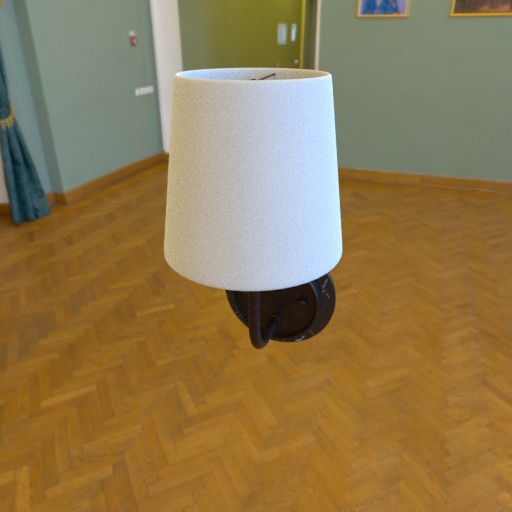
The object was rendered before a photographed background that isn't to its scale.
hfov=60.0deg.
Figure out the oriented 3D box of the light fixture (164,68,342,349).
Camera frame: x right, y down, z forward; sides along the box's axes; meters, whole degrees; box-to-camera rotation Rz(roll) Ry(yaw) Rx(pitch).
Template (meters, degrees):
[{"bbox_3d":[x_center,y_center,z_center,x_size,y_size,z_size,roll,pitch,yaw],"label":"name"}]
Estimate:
[{"bbox_3d":[0.000,0.000,0.440,0.168,0.337,0.188,8,28,16],"label":"light fixture"}]
